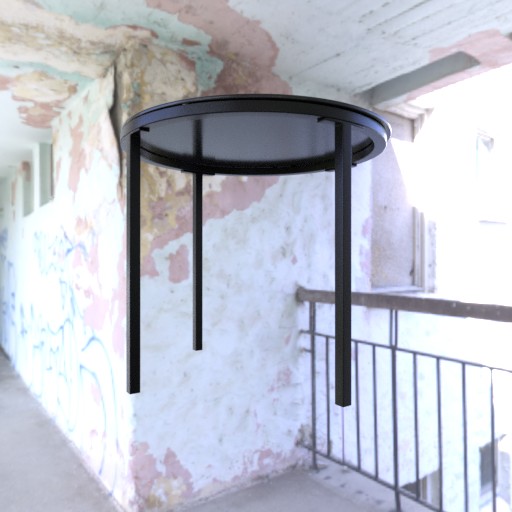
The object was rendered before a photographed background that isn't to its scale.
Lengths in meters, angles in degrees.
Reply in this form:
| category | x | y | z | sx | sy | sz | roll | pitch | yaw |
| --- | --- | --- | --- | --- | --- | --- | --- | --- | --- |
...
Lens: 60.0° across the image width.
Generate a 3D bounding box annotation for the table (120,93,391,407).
| category | x | y | z | sx | sy | sz | roll | pitch | yaw |
| --- | --- | --- | --- | --- | --- | --- | --- | --- | --- |
| table | 0.000 | 0.000 | 0.854 | 0.499 | 0.443 | 0.499 | 0 | 0 | 0 |
